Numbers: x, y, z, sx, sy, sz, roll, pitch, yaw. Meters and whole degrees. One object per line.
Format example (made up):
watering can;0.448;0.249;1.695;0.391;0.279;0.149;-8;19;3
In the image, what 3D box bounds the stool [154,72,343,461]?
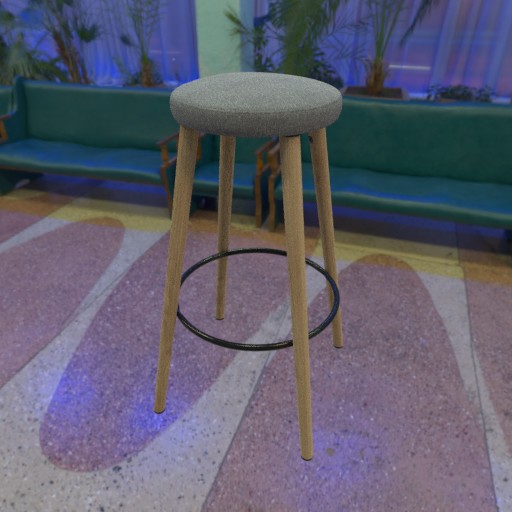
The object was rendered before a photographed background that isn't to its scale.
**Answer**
stool;0.000;0.000;1.016;0.410;0.770;0.410;11;33;17
